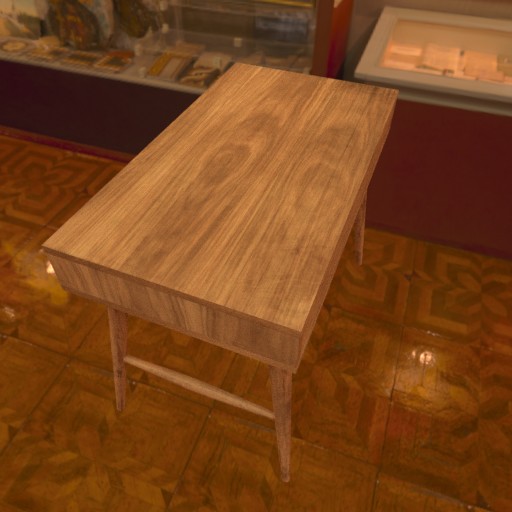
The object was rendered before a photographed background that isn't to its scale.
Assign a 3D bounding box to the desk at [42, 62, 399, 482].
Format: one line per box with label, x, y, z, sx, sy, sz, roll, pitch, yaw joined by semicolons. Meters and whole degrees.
desk;0.000;0.000;1.386;0.588;0.758;0.949;16;48;15
